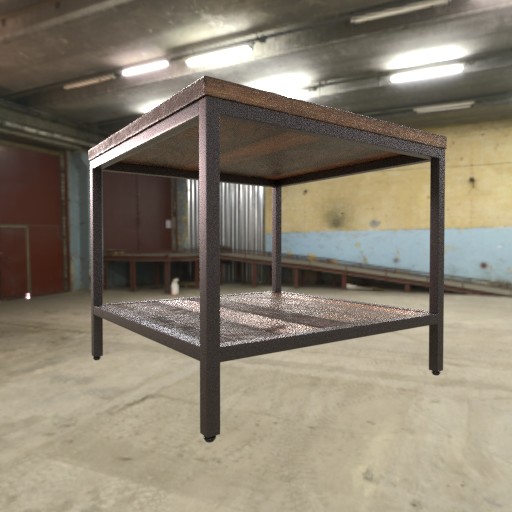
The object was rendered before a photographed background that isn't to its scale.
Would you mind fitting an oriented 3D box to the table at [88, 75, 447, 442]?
[{"bbox_3d":[0.000,0.000,0.958,0.553,0.482,0.548,-1,2,-36],"label":"table"}]
